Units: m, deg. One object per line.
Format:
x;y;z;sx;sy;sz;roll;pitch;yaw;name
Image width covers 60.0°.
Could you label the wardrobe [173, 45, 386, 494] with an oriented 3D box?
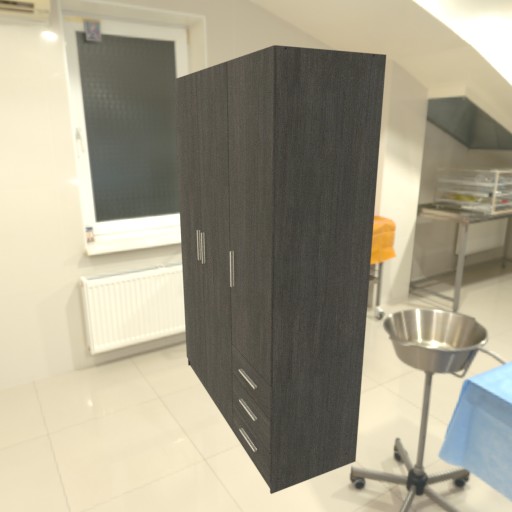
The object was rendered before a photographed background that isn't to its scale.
0.000;0.000;2.448;0.510;1.910;1.290;-8;18;-24;wardrobe
